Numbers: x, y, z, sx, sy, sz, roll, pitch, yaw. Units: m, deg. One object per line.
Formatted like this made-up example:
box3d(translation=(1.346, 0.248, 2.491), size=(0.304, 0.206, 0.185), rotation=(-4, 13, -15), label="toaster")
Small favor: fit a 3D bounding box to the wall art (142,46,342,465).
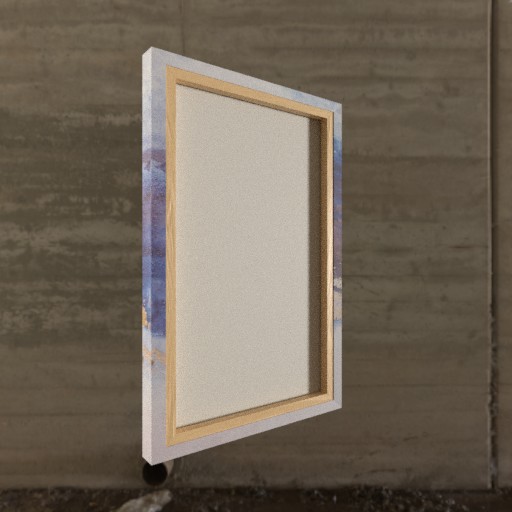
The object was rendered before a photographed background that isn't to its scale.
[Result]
box3d(translation=(0.000, 0.000, 1.120), size=(0.583, 0.874, 0.048), rotation=(0, 0, -37), label="wall art")
